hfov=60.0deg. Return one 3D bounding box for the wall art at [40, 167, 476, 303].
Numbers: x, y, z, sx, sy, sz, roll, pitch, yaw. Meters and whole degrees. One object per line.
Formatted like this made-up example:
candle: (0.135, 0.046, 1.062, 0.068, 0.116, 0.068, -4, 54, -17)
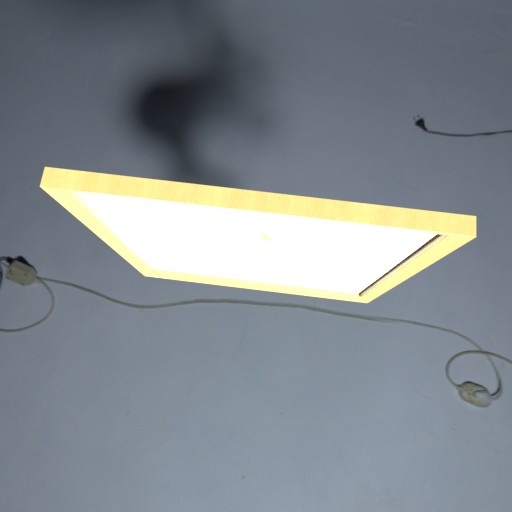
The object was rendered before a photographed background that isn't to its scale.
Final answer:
wall art: (0.000, 0.000, 2.899, 1.935, 1.936, 0.097, 7, 76, 2)
